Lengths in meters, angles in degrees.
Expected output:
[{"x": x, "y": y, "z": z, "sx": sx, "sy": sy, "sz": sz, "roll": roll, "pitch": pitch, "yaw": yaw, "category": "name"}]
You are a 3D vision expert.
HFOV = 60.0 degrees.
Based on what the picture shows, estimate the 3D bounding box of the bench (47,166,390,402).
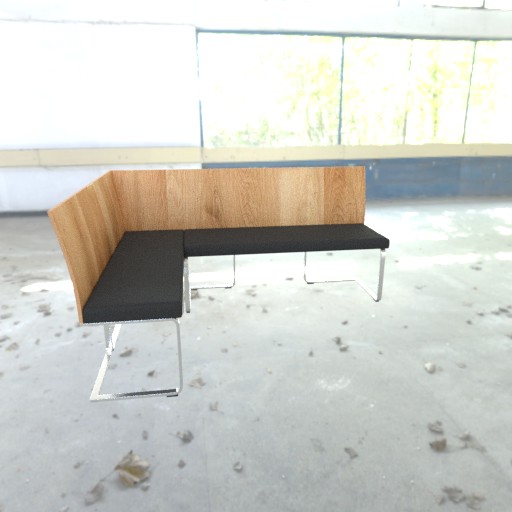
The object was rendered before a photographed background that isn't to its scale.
[{"x": 0.000, "y": 0.000, "z": 2.789, "sx": 1.945, "sy": 0.930, "sz": 1.495, "roll": -2, "pitch": 17, "yaw": -8, "category": "bench"}]
